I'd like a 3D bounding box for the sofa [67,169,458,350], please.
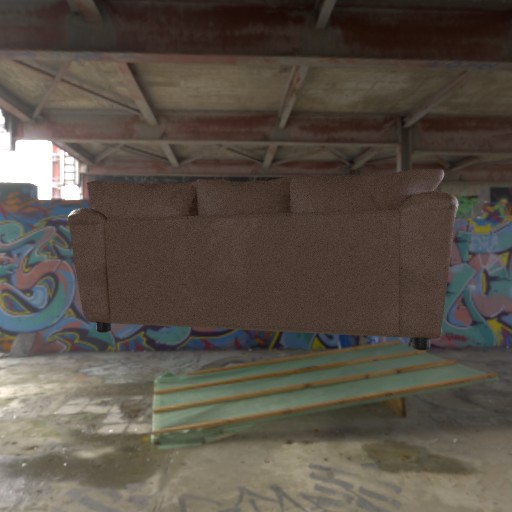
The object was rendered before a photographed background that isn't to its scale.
[{"bbox_3d":[0.000,0.000,2.852,2.377,0.981,0.893,0,0,17],"label":"sofa"}]
